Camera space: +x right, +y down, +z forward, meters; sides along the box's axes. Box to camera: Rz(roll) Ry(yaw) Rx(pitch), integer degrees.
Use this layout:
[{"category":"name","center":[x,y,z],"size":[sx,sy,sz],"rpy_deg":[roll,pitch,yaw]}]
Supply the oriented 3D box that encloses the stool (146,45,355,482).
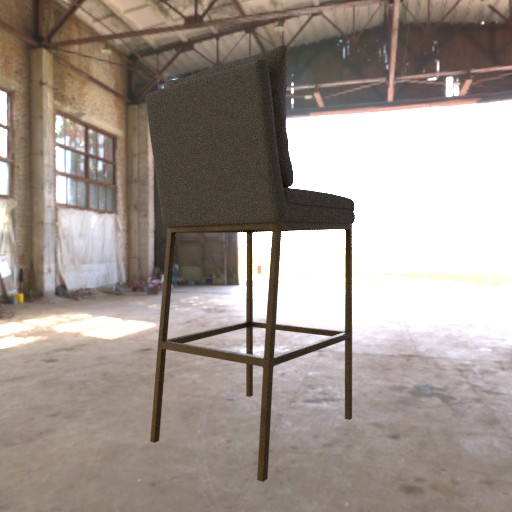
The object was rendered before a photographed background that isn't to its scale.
[{"category":"stool","center":[0.000,0.000,1.449],"size":[0.463,1.132,0.569],"rpy_deg":[0,1,35]}]
